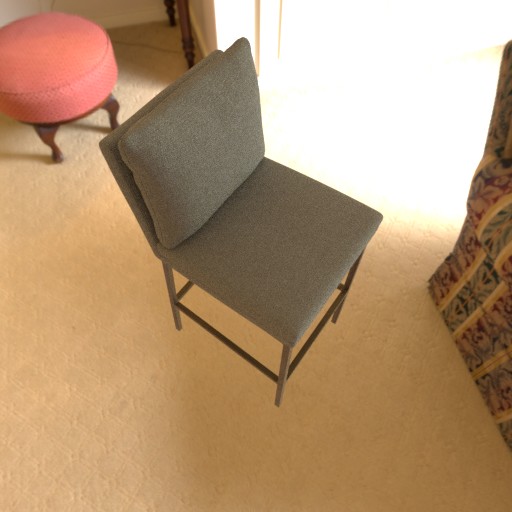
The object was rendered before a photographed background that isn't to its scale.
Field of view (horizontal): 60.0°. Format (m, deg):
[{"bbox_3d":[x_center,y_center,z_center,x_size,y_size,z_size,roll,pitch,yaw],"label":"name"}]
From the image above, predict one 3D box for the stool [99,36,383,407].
[{"bbox_3d":[0.000,0.000,1.397,0.569,1.132,0.463,32,64,18],"label":"stool"}]
